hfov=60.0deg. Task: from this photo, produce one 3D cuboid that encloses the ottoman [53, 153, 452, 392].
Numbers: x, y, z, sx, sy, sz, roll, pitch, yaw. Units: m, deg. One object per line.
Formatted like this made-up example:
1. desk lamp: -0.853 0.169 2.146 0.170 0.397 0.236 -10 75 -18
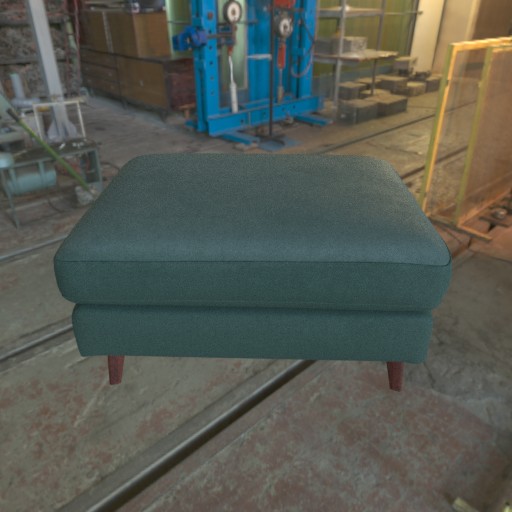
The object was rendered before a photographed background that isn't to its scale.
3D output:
1. ottoman: 0.000 0.000 1.173 0.811 0.449 0.608 1 31 1
